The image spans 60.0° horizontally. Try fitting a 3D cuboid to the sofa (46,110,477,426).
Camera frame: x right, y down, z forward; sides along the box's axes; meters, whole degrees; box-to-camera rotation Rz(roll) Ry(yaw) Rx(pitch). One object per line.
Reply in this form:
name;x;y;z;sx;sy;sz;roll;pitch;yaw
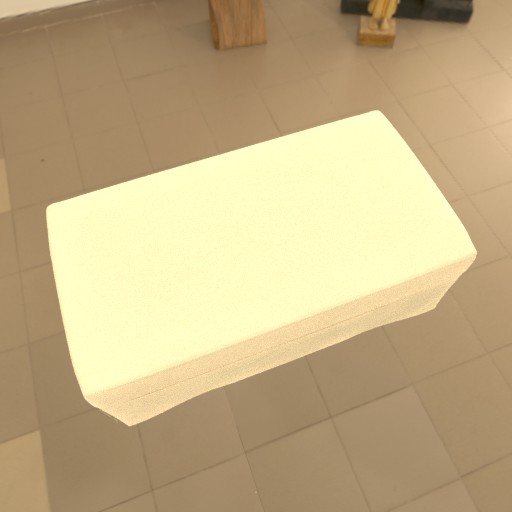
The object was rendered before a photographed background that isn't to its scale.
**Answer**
sofa;0.000;0.000;2.067;1.677;0.552;0.939;-18;64;-10
